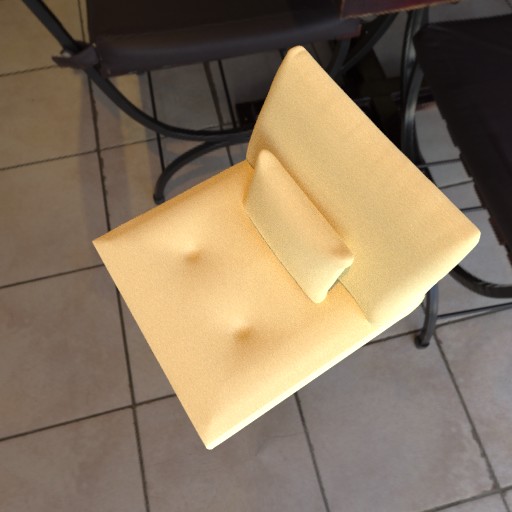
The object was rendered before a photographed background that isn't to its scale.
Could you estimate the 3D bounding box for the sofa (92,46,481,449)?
[{"bbox_3d":[0.000,0.000,1.653,1.000,0.820,0.930,-31,69,-13],"label":"sofa"}]
